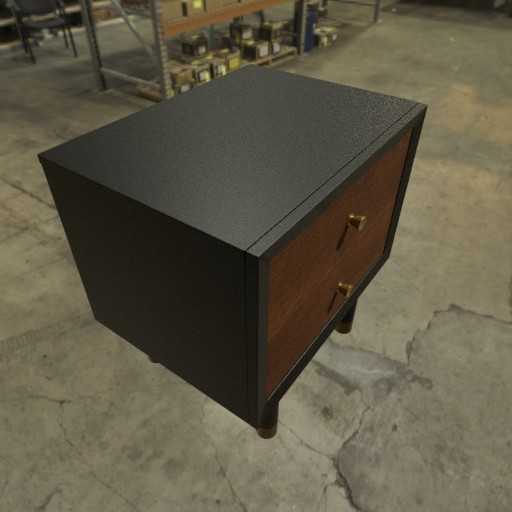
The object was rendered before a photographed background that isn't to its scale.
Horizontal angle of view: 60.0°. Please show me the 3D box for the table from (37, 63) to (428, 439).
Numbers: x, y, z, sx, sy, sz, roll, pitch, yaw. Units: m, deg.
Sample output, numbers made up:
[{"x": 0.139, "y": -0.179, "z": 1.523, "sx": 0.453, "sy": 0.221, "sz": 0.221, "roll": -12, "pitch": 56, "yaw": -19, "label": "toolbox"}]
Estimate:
[{"x": 0.000, "y": 0.000, "z": 0.959, "sx": 0.441, "sy": 0.584, "sz": 0.564, "roll": 25, "pitch": 46, "yaw": 27, "label": "table"}]
